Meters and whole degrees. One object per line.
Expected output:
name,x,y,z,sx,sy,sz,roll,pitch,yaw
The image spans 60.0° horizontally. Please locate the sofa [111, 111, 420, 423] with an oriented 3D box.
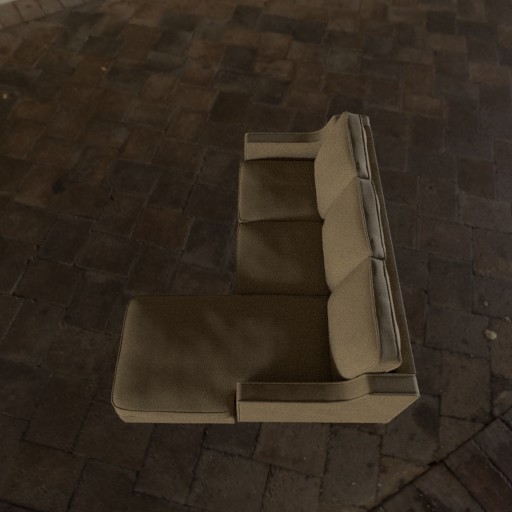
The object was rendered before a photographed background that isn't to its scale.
sofa,0.000,0.000,3.350,1.858,1.066,2.317,0,58,0
